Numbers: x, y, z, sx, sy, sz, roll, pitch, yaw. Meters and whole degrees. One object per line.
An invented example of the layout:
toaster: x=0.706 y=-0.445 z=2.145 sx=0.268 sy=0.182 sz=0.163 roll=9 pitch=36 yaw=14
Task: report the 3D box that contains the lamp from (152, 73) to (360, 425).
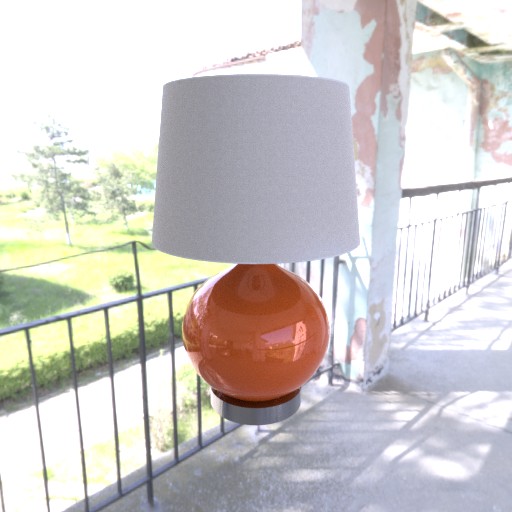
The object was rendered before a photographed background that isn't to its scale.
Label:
lamp: x=0.000 y=0.000 z=0.542 sx=0.247 sy=0.387 sz=0.247 roll=0 pitch=14 yaw=0
